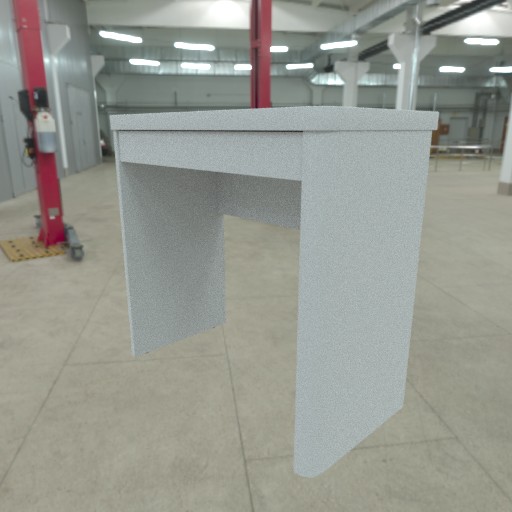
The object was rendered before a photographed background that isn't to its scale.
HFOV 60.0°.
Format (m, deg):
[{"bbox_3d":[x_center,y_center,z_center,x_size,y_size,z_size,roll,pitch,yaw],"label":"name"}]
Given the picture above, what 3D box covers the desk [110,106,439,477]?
[{"bbox_3d":[0.000,0.000,1.246,0.446,0.760,0.790,-15,22,-41],"label":"desk"}]
